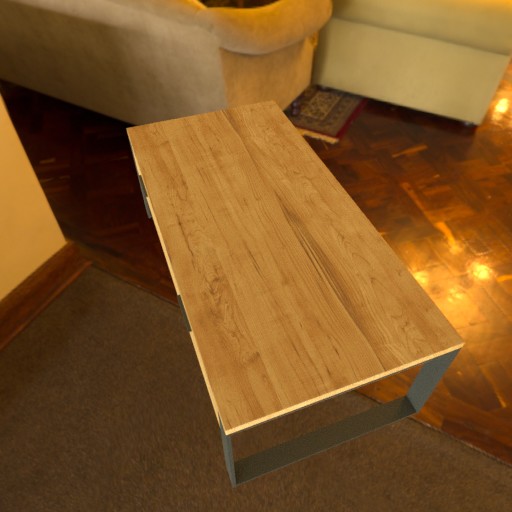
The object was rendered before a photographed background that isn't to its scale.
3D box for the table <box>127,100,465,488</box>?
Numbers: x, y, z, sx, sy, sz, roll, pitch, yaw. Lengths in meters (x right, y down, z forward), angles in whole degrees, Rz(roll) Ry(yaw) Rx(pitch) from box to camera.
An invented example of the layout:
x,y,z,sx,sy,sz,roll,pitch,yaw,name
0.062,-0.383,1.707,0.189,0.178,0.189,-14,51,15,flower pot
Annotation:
x,y,z,sx,sy,sz,roll,pitch,yaw,name
0.000,0.000,1.470,0.590,0.400,1.180,-16,50,-14,table
